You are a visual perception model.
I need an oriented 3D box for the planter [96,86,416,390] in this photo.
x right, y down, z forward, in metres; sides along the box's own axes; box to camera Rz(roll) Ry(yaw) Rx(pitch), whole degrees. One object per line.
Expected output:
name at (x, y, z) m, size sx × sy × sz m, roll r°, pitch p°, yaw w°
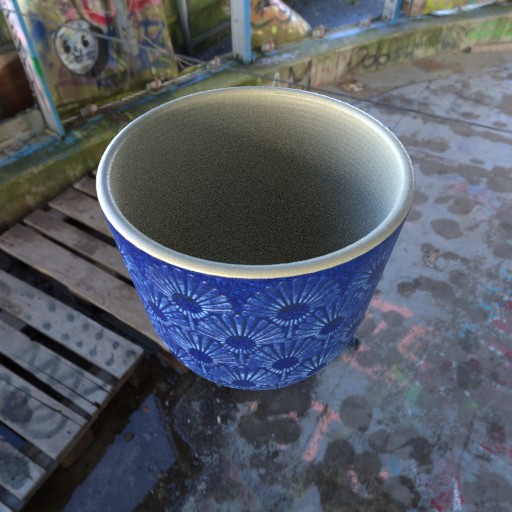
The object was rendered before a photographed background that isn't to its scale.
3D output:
planter at (0.000, 0.000, 0.362) m, size 0.206 × 0.190 × 0.206 m, roll 0°, pitch 47°, yaw 0°
